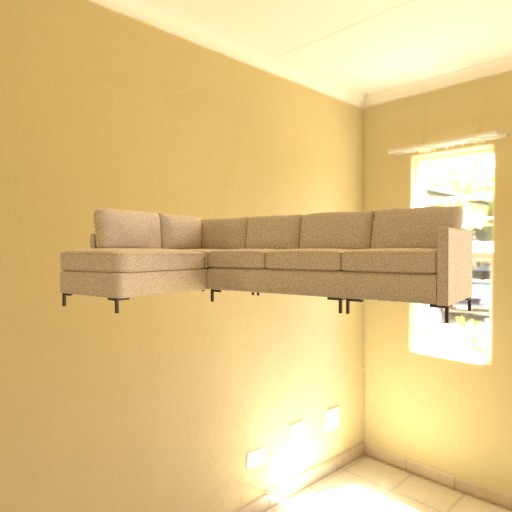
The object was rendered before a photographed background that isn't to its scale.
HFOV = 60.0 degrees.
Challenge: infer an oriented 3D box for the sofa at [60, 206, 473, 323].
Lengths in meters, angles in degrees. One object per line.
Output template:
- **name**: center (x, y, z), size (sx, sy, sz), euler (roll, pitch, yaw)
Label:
- **sofa**: center (0.000, 0.000, 4.213), size (3.384, 0.996, 2.048), euler (0, 1, 36)
